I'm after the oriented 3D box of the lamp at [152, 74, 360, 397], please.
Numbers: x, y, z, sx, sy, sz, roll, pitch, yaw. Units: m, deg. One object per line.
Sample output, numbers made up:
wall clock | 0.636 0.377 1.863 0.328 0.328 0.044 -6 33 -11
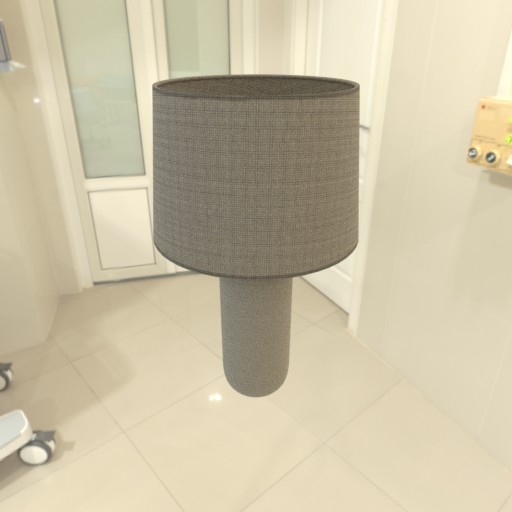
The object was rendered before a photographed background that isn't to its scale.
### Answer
lamp | 0.000 0.000 0.833 0.367 0.609 0.367 0 27 0
